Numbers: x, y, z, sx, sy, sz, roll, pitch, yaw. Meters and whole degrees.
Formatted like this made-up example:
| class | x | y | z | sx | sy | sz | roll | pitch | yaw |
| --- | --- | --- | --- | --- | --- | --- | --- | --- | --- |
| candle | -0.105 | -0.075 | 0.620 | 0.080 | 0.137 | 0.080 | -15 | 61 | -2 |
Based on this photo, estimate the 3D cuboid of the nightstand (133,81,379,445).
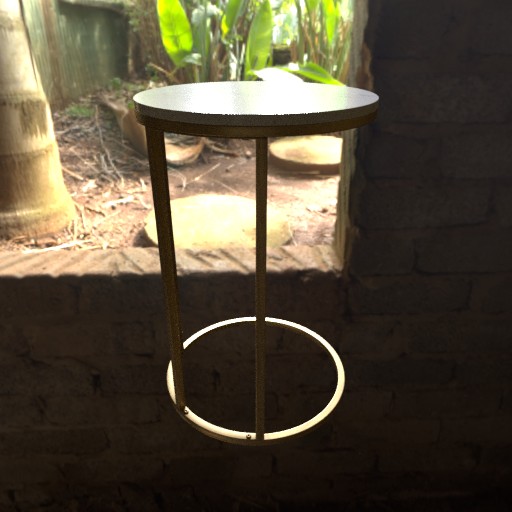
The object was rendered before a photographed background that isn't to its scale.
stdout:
| class | x | y | z | sx | sy | sz | roll | pitch | yaw |
| --- | --- | --- | --- | --- | --- | --- | --- | --- | --- |
| nightstand | 0.000 | 0.000 | 0.881 | 0.400 | 0.610 | 0.400 | -19 | 33 | -32 |
